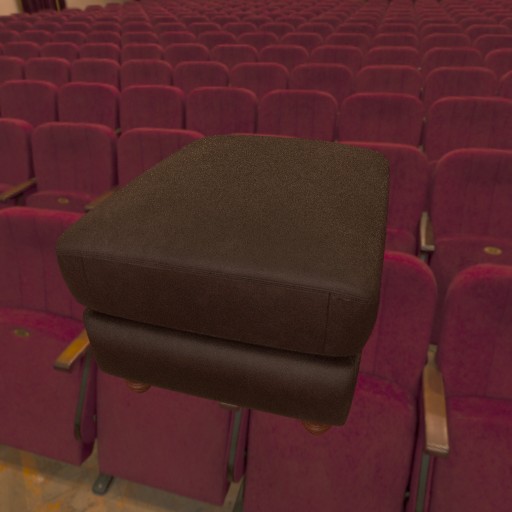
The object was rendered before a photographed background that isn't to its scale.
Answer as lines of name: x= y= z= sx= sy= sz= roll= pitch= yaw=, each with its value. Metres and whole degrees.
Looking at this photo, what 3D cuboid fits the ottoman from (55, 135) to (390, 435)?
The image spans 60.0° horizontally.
ottoman: x=0.000 y=0.000 z=1.247 sx=0.670 sy=0.569 sz=0.806 roll=8 pitch=31 yaw=14
